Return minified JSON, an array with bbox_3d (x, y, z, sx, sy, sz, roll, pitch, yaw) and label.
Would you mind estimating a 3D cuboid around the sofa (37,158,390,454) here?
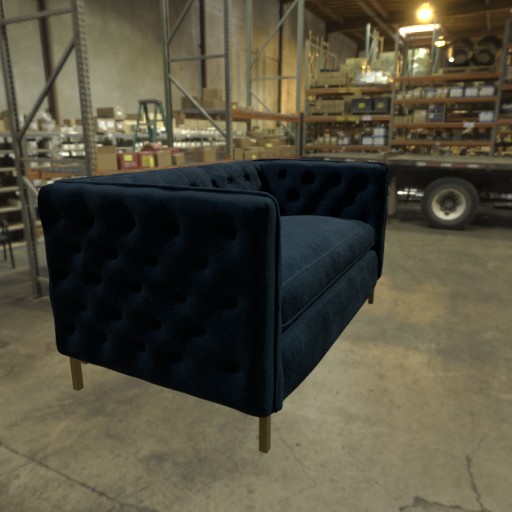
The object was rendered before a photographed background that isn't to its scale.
[{"bbox_3d":[0.000,0.000,2.059,0.909,0.810,1.583,8,17,26],"label":"sofa"}]
